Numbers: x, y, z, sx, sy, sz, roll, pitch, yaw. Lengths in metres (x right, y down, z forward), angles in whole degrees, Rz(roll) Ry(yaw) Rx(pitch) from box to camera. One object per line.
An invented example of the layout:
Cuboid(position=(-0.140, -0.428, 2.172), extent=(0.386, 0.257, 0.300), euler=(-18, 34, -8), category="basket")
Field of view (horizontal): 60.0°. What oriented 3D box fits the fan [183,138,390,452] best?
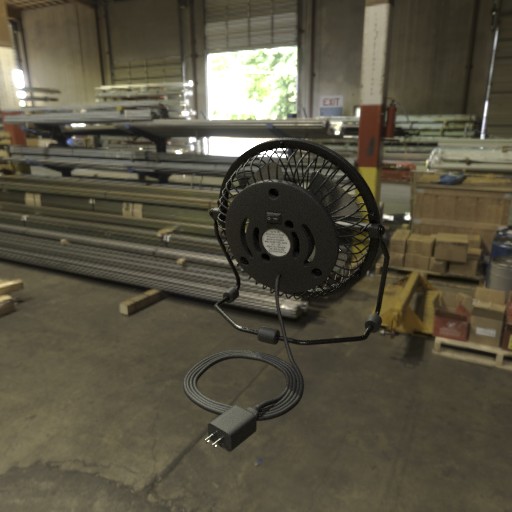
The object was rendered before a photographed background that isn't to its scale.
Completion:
Cuboid(position=(0.000, 0.000, 0.302), extent=(0.153, 0.152, 0.202), euler=(9, 19, 26), category="fan")
